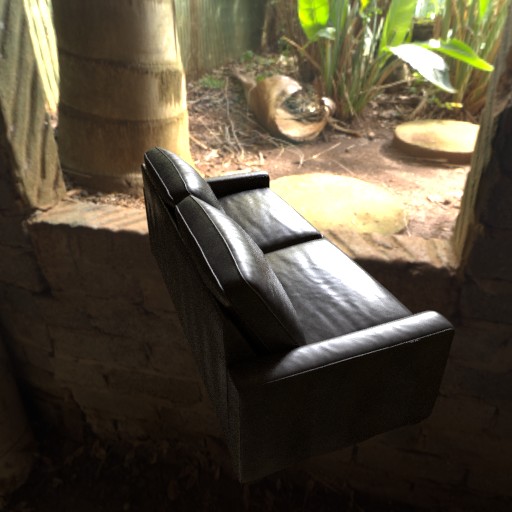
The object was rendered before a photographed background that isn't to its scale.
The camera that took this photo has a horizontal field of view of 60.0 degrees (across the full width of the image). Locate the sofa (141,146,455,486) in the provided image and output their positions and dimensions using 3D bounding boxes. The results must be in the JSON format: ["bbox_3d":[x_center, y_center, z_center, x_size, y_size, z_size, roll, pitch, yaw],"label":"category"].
[{"bbox_3d":[0.000,0.000,2.510,0.939,0.916,2.081,-11,32,-18],"label":"sofa"}]
